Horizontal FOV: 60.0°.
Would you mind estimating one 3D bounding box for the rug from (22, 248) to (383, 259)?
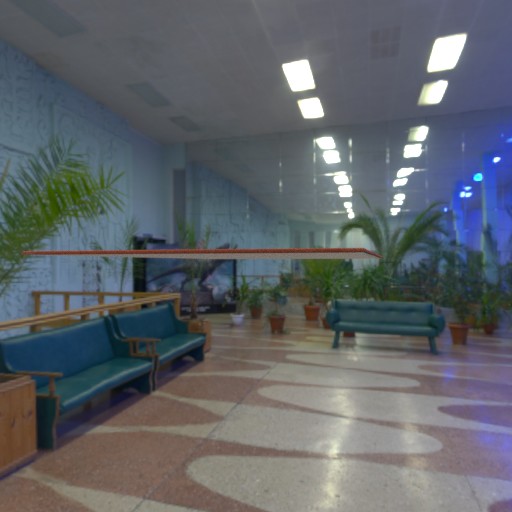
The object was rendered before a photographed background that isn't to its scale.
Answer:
[{"bbox_3d":[0.000,0.000,2.302,1.219,0.014,1.829,0,-1,17],"label":"rug"}]
